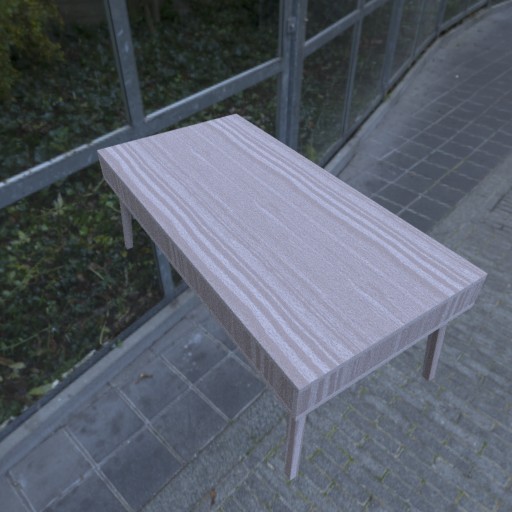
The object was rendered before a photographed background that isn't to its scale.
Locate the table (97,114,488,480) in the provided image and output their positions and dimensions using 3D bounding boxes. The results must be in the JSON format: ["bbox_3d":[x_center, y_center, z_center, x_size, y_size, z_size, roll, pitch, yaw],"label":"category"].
[{"bbox_3d":[0.000,0.000,1.511,0.600,0.450,1.200,-23,46,-25],"label":"table"}]
